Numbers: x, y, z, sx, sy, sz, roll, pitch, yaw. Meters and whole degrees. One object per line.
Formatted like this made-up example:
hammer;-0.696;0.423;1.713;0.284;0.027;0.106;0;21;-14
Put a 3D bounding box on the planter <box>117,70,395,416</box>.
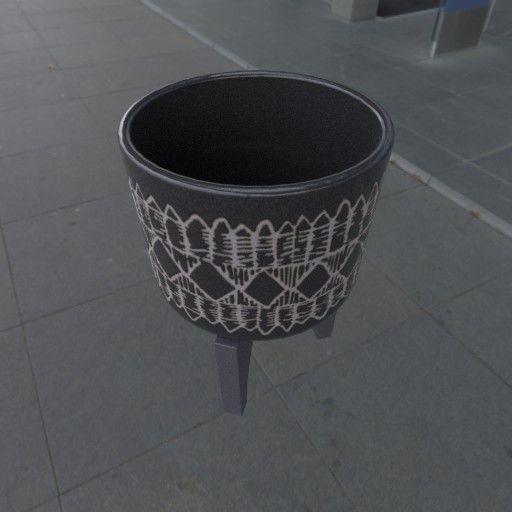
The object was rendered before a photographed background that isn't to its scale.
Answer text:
planter;0.000;0.000;0.269;0.129;0.177;0.129;0;42;0
